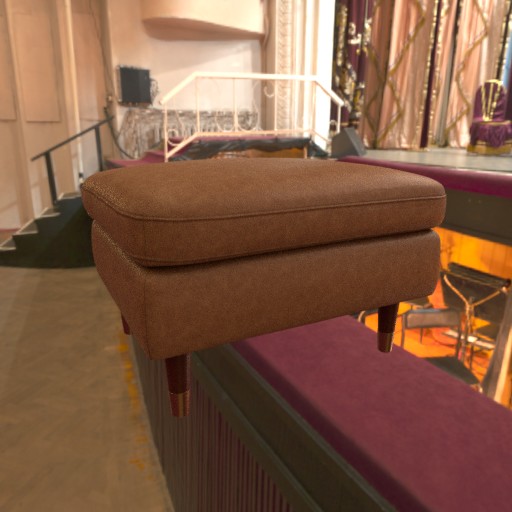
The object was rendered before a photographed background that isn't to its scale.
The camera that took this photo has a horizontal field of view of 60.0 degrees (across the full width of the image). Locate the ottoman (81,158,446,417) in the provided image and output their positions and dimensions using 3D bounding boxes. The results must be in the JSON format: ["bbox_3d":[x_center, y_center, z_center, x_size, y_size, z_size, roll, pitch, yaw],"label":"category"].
[{"bbox_3d":[0.000,0.000,1.124,0.747,0.478,0.593,-9,18,-27],"label":"ottoman"}]
